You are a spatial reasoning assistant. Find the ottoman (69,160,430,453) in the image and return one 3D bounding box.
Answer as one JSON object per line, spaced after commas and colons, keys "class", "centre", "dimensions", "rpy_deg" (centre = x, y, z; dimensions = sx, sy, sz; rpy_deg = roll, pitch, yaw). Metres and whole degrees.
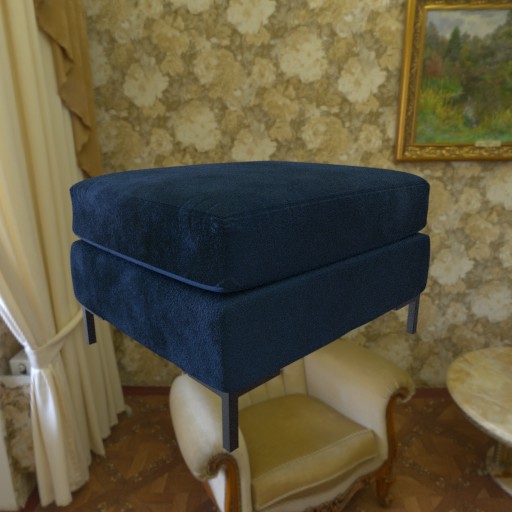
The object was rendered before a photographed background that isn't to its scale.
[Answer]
{"class": "ottoman", "centre": [0.000, 0.000, 1.215], "dimensions": [0.794, 0.485, 0.655], "rpy_deg": [-15, 22, -42]}
